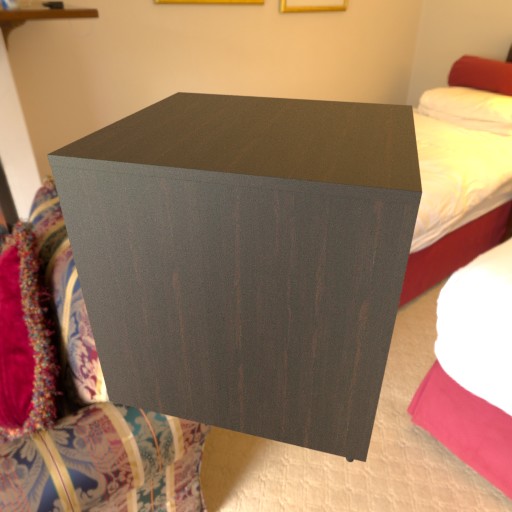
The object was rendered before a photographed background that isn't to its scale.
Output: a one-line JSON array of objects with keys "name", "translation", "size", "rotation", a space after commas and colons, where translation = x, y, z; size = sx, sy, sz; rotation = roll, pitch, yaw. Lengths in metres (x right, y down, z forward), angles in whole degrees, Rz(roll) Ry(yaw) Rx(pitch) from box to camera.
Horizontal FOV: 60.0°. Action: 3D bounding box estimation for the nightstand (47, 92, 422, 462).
[{"name": "nightstand", "translation": [0.000, 0.000, 0.787], "size": [0.461, 0.460, 0.400], "rotation": [8, 32, 13]}]
